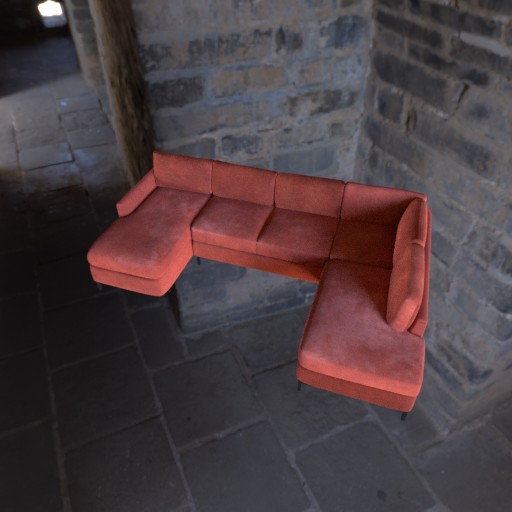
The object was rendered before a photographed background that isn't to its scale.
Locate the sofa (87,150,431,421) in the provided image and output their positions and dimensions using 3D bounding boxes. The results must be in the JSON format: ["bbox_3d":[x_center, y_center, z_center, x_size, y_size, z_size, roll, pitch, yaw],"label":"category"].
[{"bbox_3d":[0.000,0.000,4.002,2.971,0.858,1.981,12,42,14],"label":"sofa"}]
